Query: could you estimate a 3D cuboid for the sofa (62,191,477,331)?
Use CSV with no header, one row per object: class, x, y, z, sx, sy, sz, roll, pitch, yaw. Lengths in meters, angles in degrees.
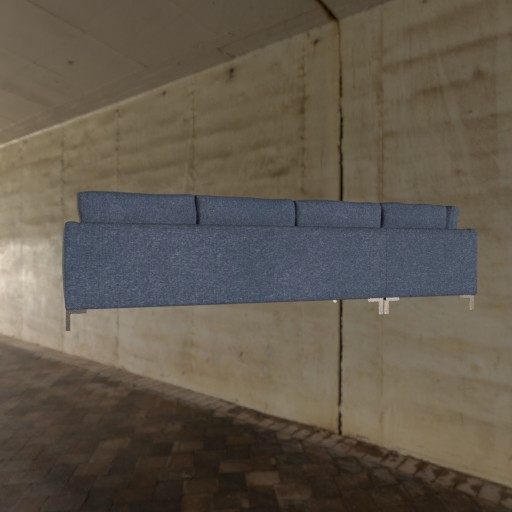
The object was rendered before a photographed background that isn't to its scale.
sofa,0.000,0.000,3.859,2.949,0.815,2.007,0,1,-18
